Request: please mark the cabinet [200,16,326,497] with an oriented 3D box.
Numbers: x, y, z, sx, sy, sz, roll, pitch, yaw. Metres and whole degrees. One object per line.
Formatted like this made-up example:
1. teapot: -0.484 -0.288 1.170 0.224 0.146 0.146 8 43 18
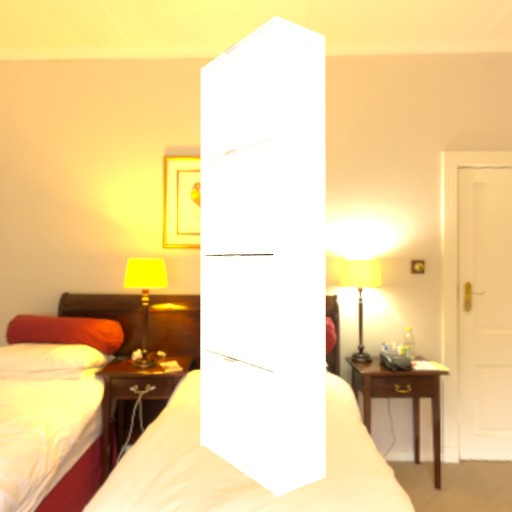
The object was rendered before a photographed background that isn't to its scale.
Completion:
1. cabinet: 0.000 0.000 1.774 0.255 1.630 0.520 0 -1 -36
